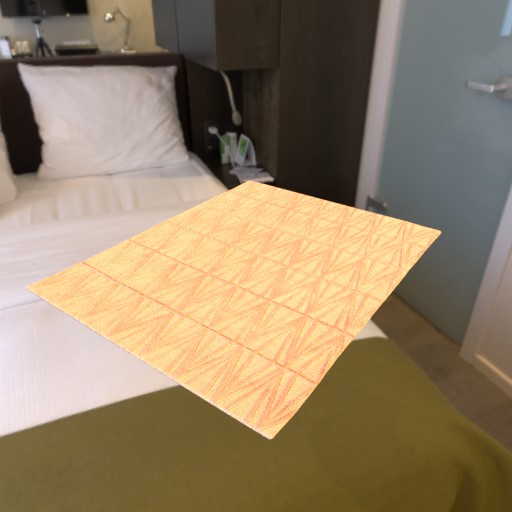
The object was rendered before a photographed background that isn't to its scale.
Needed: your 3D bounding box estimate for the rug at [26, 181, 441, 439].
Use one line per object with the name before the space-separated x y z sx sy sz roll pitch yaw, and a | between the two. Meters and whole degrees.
rug | 0.000 0.000 4.062 2.453 0.043 3.052 20 36 31
